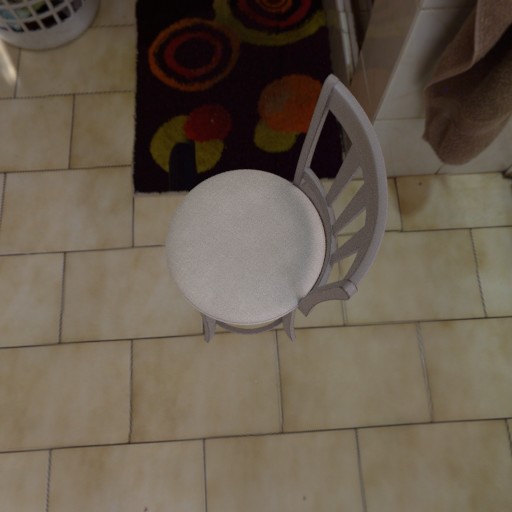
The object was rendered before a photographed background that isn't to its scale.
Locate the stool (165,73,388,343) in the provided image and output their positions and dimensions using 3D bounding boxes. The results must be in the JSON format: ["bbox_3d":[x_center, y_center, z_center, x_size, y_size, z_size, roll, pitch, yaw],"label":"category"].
[{"bbox_3d":[0.000,0.000,1.273,0.475,1.023,0.436,-1,74,0],"label":"stool"}]
